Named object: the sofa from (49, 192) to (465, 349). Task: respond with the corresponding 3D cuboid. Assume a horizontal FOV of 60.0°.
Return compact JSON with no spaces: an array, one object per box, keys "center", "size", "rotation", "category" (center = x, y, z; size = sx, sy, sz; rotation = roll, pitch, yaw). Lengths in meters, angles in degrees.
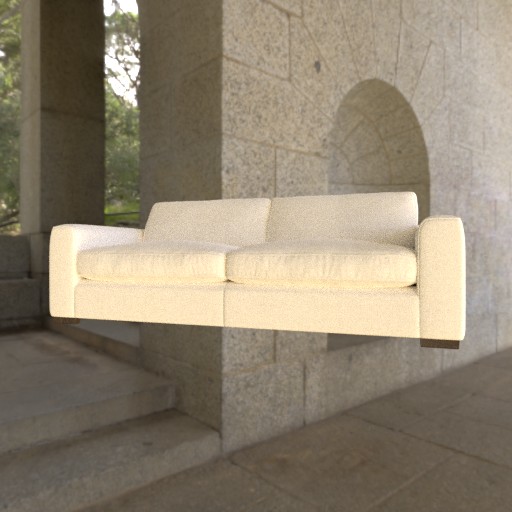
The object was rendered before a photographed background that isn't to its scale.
[{"center":[0.000,0.000,2.735],"size":[2.262,0.801,1.070],"rotation":[0,1,19],"category":"sofa"}]
